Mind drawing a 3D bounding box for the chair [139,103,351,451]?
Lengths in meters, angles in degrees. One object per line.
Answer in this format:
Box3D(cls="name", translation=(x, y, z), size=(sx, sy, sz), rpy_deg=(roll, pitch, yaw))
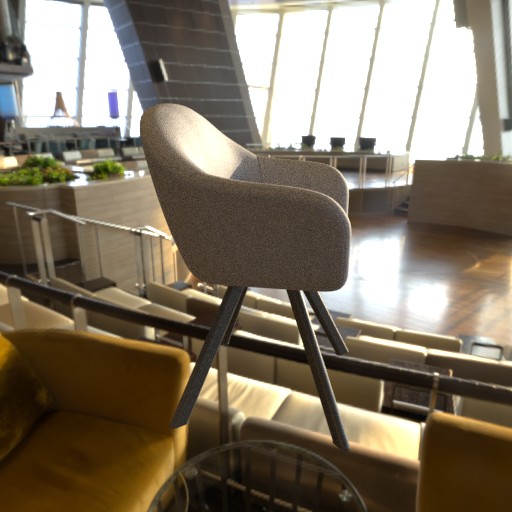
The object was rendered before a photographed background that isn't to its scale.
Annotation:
Box3D(cls="chair", translation=(0.000, 0.000, 1.217), size=(0.550, 0.795, 0.590), rpy_deg=(3, 17, 10))
